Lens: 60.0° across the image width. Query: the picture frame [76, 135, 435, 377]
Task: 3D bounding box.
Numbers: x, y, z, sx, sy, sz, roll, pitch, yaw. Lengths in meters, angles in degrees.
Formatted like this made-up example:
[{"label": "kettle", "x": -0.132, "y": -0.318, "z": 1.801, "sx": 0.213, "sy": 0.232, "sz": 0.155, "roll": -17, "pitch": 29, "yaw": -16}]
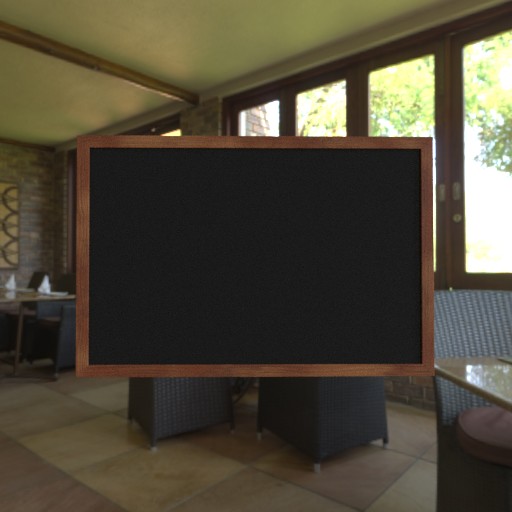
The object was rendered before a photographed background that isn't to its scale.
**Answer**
[{"label": "picture frame", "x": 0.000, "y": 0.000, "z": 1.193, "sx": 0.950, "sy": 0.640, "sz": 0.029, "roll": 0, "pitch": -1, "yaw": -1}]
